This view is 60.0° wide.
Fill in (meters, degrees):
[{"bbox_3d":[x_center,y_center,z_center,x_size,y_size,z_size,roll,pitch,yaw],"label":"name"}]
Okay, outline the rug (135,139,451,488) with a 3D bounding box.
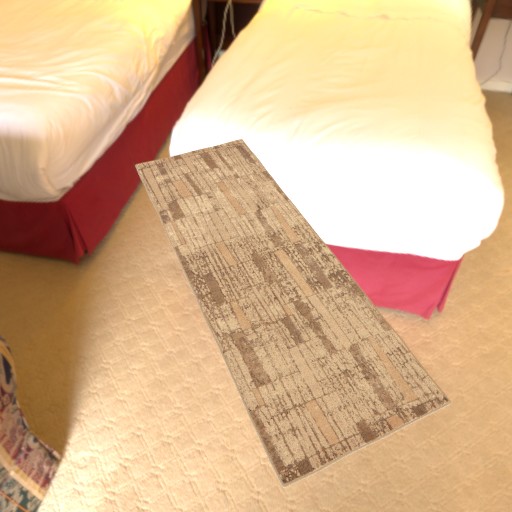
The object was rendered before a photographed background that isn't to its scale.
[{"bbox_3d":[0.000,0.000,2.605,0.857,0.018,2.383,-18,49,-17],"label":"rug"}]
